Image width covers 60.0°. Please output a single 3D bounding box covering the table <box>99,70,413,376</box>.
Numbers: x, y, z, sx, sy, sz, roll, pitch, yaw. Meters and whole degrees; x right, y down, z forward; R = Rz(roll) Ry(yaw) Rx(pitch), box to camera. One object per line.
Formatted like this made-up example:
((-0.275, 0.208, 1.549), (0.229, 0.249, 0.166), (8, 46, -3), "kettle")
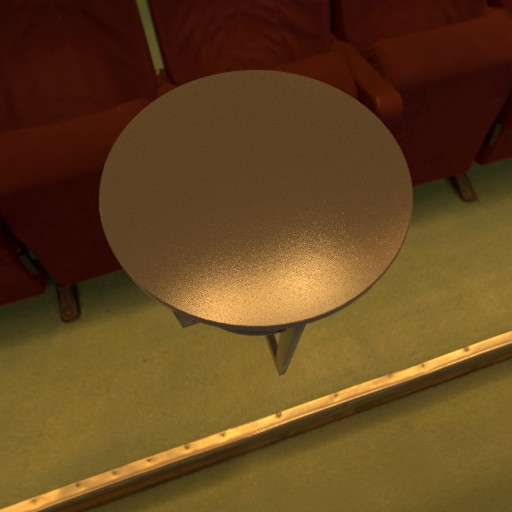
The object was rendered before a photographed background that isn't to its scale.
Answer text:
((0.000, 0.000, 0.957), (0.500, 0.550, 0.500), (0, 63, 0), "table")
